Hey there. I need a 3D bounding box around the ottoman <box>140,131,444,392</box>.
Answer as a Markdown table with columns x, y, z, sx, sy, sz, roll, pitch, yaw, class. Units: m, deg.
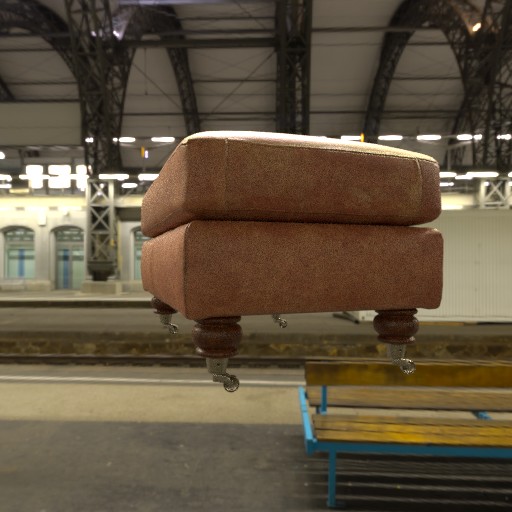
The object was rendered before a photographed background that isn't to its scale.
| x | y | z | sx | sy | sz | roll | pitch | yaw | class |
| --- | --- | --- | --- | --- | --- | --- | --- | --- | --- |
| 0.000 | 0.000 | 1.202 | 0.565 | 0.507 | 0.852 | 0 | -1 | -19 | ottoman |
